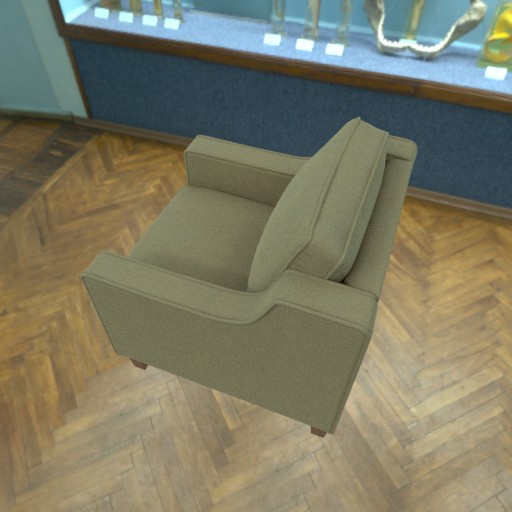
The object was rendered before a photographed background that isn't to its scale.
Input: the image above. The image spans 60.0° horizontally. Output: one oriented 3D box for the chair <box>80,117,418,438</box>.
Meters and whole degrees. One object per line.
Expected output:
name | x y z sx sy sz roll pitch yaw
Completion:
chair | 0.000 0.000 1.660 0.909 0.960 0.831 16 50 14
